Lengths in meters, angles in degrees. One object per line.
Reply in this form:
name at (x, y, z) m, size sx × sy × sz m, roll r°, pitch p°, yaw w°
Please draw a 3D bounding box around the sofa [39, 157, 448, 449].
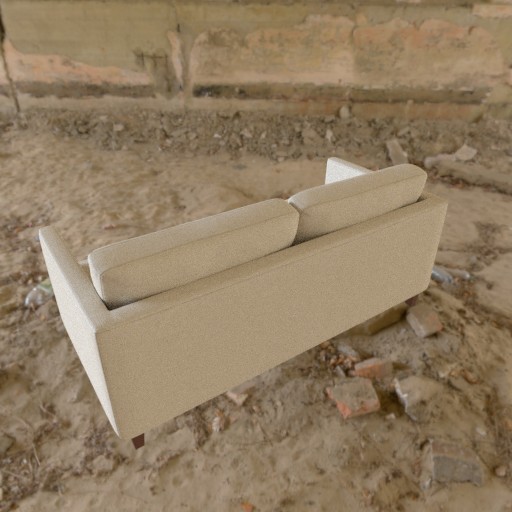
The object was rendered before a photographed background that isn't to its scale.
sofa at (0.000, 0.000, 2.436) m, size 1.981 × 0.889 × 0.965 m, roll -19°, pitch 36°, yaw -29°
